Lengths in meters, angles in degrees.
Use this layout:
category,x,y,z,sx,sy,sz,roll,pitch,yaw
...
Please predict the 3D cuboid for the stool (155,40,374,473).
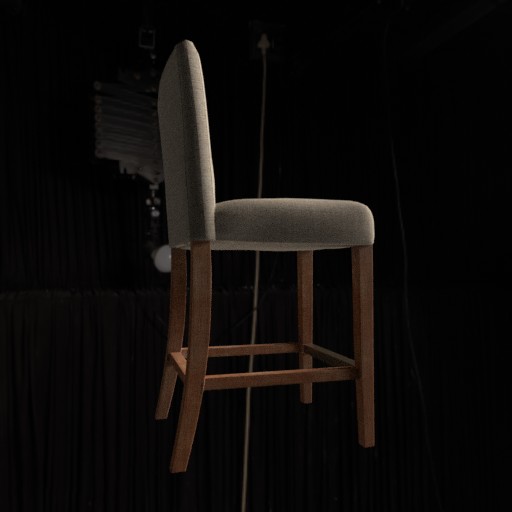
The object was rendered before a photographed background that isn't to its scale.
category,x,y,z,sx,sy,sz,roll,pitch,yaw
stool,0.000,0.000,1.335,0.567,1.039,0.454,0,-1,-18
